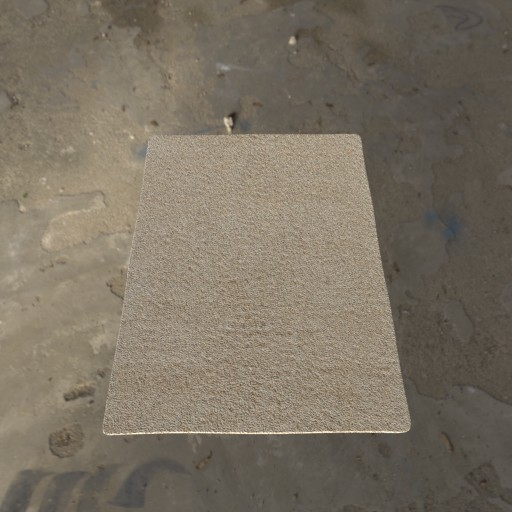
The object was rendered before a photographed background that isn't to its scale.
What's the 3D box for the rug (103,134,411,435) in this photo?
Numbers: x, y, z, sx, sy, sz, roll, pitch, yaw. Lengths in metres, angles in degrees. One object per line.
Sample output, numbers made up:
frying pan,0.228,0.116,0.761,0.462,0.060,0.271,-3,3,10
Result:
rug,0.000,0.000,2.123,1.200,0.027,1.600,0,59,0
